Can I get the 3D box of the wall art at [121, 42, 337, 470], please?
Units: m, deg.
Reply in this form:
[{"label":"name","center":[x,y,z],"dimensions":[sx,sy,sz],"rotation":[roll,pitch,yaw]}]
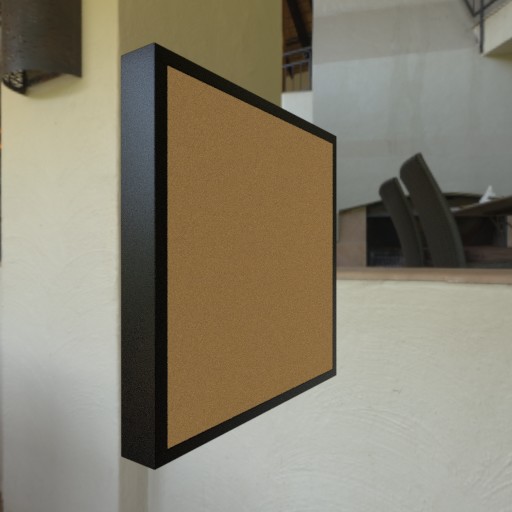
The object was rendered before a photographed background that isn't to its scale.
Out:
[{"label":"wall art","center":[0.000,0.000,0.442],"dimensions":[0.037,0.299,0.299],"rotation":[0,0,35]}]
